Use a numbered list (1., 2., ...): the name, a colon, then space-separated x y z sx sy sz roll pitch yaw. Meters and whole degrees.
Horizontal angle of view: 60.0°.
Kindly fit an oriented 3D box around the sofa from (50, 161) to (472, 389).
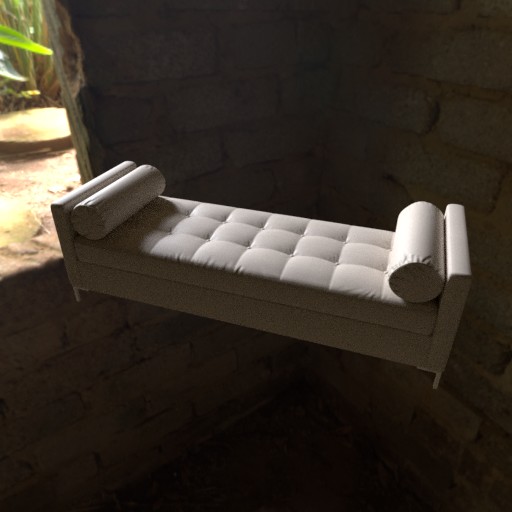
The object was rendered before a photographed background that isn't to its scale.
1. sofa: 0.000 0.000 2.380 1.981 0.635 0.686 10 33 16
